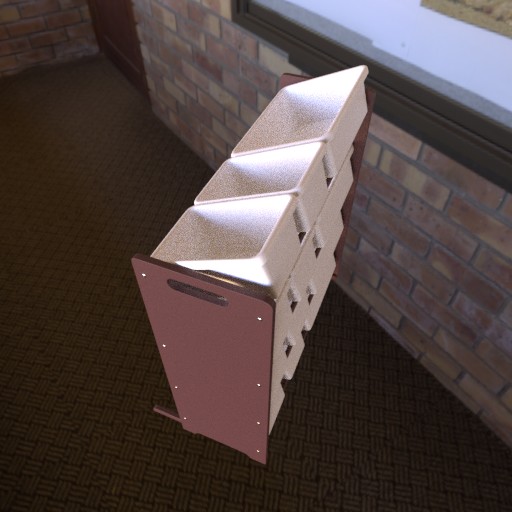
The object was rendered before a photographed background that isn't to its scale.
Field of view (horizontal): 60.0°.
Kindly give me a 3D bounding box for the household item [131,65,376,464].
[{"bbox_3d":[0.000,0.000,1.278,0.389,0.864,0.787,17,50,15],"label":"household item"}]
